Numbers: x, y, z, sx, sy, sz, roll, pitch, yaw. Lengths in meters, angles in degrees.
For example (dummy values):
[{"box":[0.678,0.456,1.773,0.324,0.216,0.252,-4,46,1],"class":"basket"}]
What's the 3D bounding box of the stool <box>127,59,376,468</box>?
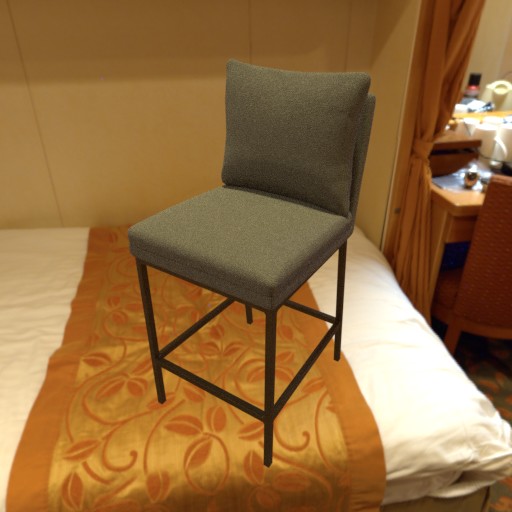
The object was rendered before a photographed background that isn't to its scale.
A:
[{"box":[0.000,0.000,1.334,0.463,1.031,0.569,18,35,28],"class":"stool"}]
